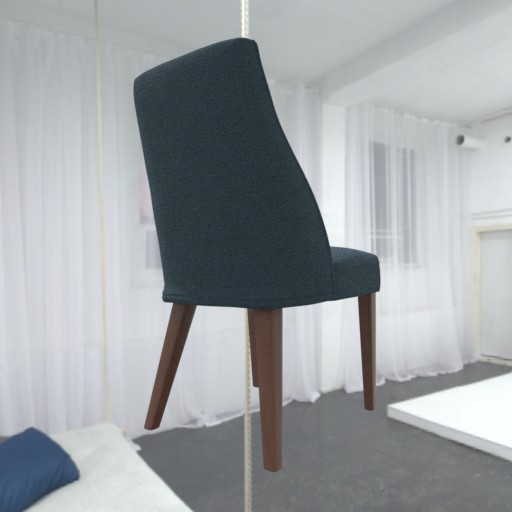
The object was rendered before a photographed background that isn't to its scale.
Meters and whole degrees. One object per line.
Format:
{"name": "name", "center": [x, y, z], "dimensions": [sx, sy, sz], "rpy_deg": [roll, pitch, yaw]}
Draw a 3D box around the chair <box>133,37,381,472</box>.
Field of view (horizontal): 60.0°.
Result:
{"name": "chair", "center": [0.000, 0.000, 1.245], "dimensions": [0.500, 0.930, 0.620], "rpy_deg": [-1, -1, 37]}
